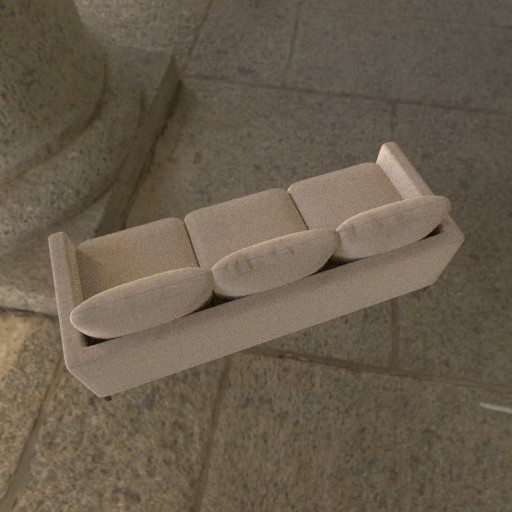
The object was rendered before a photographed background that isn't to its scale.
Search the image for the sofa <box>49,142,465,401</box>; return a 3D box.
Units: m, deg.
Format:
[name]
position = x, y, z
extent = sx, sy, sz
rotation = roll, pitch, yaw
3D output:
[sofa]
position = 0.000, 0.000, 2.685
extent = 2.218, 0.874, 0.859
rotation = -17, 59, -10
